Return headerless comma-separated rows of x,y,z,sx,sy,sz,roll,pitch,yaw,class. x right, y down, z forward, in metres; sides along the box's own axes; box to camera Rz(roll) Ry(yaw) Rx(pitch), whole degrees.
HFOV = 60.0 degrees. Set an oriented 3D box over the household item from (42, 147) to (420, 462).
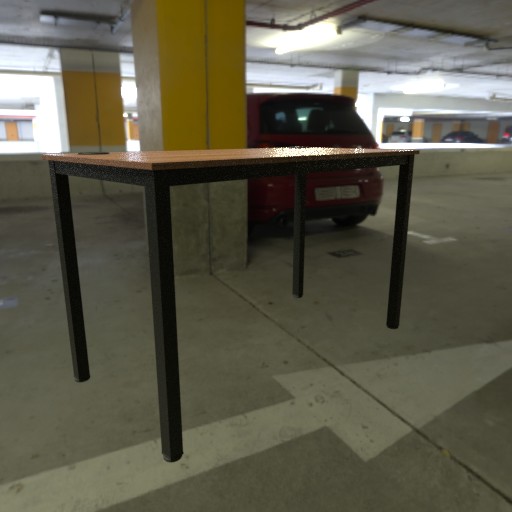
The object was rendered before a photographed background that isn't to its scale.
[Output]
0.000,0.000,1.615,1.200,0.750,0.600,-15,21,-43,household item
